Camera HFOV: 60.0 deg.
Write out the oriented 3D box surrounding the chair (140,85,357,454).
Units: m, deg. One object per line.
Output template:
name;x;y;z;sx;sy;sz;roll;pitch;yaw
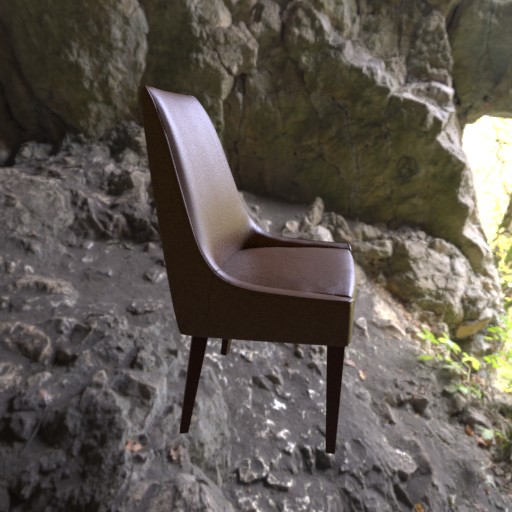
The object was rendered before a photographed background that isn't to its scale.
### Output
chair;0.000;0.000;1.220;0.544;0.861;0.529;3;16;10
